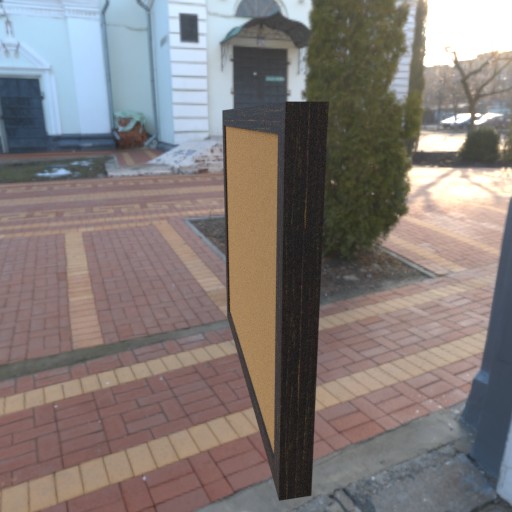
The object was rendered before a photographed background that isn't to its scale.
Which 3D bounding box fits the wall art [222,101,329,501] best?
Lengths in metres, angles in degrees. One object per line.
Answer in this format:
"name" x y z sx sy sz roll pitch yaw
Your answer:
"wall art" 0.000 0.000 0.520 0.031 0.330 0.381 -3 18 -10
